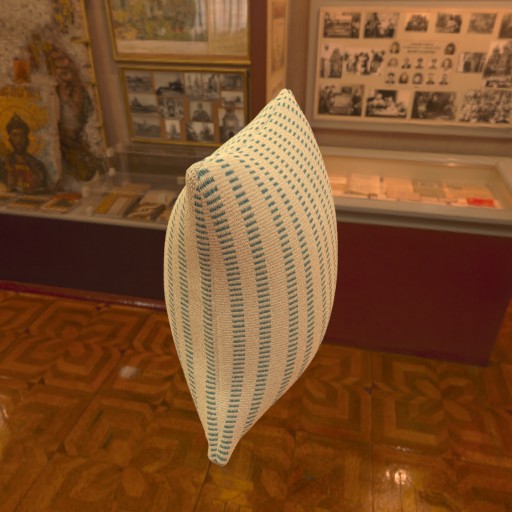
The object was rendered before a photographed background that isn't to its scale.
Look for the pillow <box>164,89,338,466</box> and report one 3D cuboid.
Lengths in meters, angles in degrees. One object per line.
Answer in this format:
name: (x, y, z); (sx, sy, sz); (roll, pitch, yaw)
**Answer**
pillow: (0.000, 0.000, 0.675); (0.247, 0.419, 0.438); (7, 31, 12)
